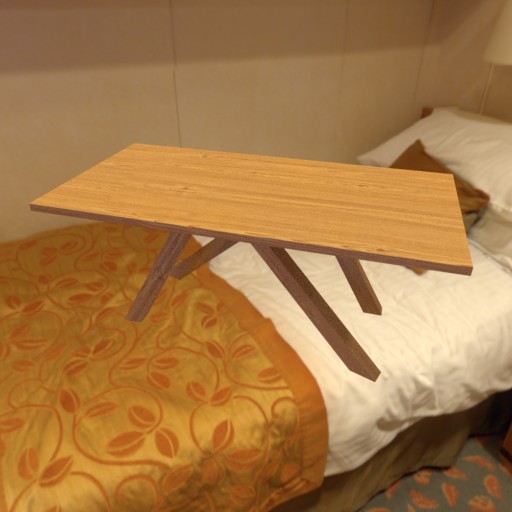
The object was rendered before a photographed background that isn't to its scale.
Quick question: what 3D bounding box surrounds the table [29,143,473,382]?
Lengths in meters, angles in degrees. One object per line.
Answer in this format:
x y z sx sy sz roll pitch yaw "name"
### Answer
0.000 0.000 2.275 1.797 0.750 0.901 9 33 14 "table"
